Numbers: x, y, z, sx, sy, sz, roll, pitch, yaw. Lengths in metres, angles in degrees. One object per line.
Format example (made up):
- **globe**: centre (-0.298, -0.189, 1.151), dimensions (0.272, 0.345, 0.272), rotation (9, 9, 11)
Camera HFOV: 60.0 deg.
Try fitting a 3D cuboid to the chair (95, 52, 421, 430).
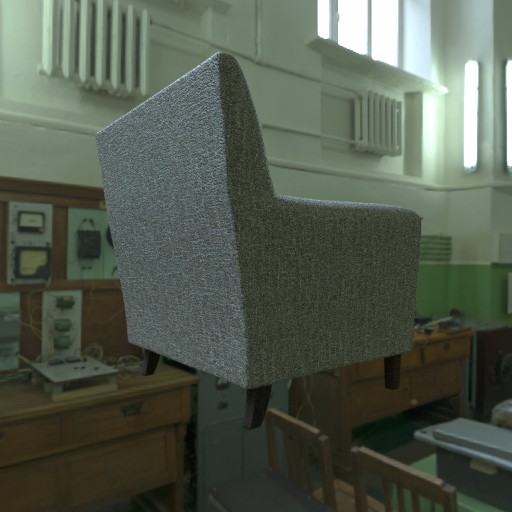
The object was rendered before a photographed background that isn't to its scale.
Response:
- **chair**: centre (0.000, 0.000, 1.592), dimensions (0.873, 0.928, 0.864), rotation (0, 0, -38)
